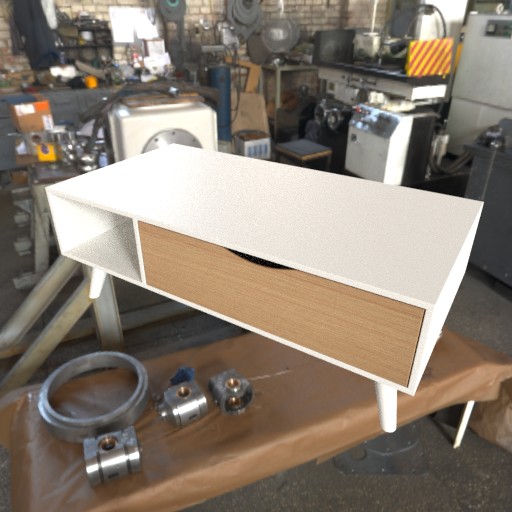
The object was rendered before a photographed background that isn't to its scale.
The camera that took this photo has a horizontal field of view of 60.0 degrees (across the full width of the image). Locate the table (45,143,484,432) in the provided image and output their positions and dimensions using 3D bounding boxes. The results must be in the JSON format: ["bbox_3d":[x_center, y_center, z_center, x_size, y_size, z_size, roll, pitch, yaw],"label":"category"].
[{"bbox_3d":[0.000,0.000,1.456,1.194,0.432,0.609,17,34,28],"label":"table"}]
